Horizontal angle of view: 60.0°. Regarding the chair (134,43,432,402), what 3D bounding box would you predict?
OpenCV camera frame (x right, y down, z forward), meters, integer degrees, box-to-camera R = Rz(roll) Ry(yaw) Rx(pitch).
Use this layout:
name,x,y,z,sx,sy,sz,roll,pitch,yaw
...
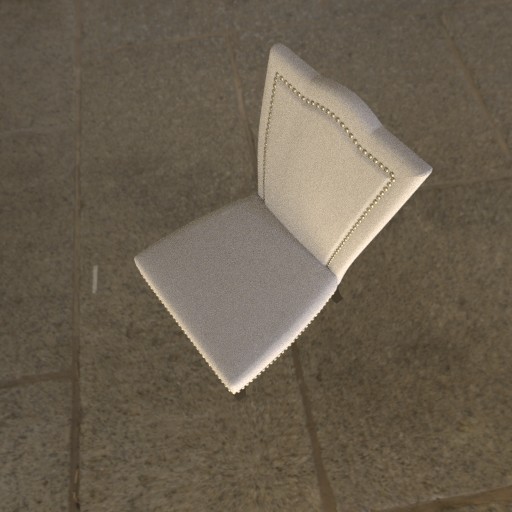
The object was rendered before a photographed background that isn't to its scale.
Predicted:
name,x,y,z,sx,sy,sz,roll,pitch,yaw
chair,0.000,0.000,1.321,0.589,0.946,0.518,-36,69,-16
